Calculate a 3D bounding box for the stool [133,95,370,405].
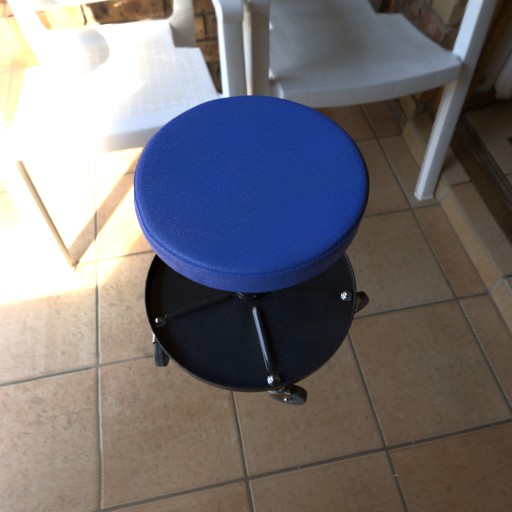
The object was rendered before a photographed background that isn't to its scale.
[{"bbox_3d":[0.000,0.000,0.656,0.382,0.365,0.381,-15,59,-9],"label":"stool"}]
